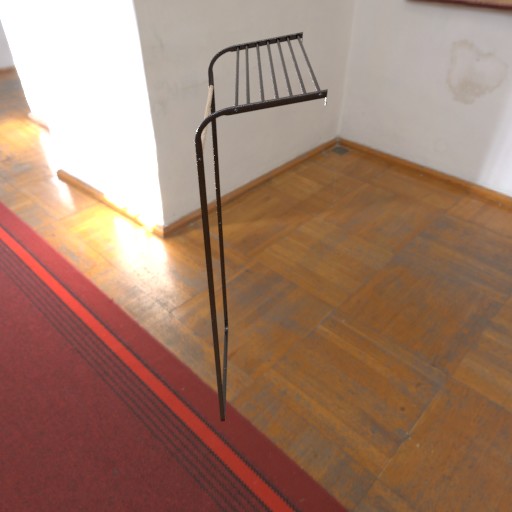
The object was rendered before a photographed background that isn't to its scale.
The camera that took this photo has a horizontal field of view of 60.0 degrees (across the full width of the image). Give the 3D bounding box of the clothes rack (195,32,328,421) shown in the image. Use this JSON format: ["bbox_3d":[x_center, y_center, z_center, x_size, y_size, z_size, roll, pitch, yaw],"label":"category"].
[{"bbox_3d":[0.000,0.000,1.849,0.349,1.574,0.609,-1,39,-1],"label":"clothes rack"}]
